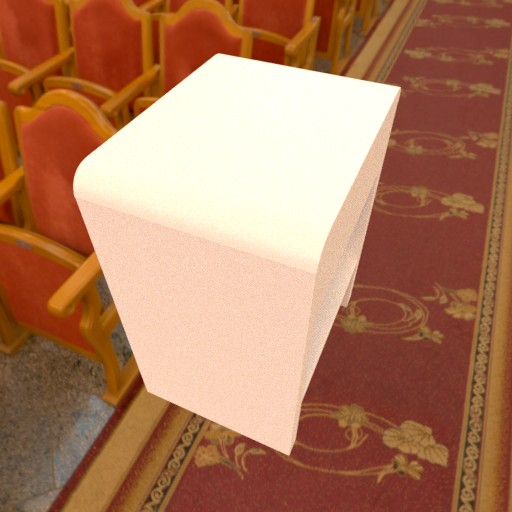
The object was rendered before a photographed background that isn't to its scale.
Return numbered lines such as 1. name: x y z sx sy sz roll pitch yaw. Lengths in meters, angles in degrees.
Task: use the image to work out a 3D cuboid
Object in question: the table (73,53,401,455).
1. table: 0.000 0.000 0.874 0.350 0.590 0.450 18 49 17
